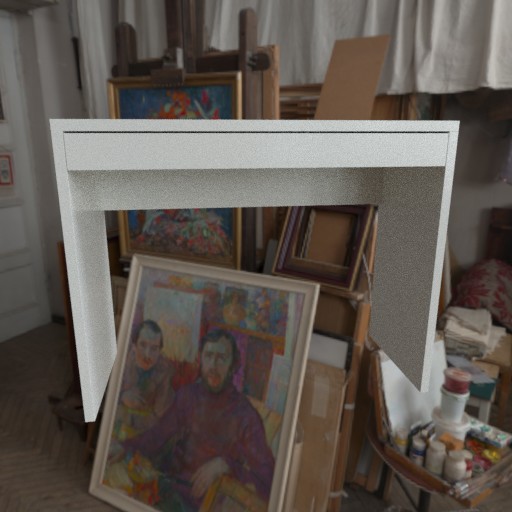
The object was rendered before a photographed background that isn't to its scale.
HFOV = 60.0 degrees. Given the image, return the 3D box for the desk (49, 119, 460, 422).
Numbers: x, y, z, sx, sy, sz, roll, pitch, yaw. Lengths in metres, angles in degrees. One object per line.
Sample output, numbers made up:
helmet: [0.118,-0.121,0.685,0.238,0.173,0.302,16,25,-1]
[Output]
desk: [0.000,0.000,1.365,1.000,0.790,0.400,-2,16,-8]
